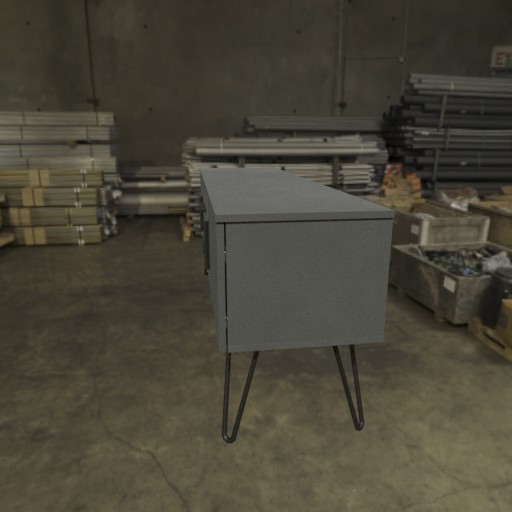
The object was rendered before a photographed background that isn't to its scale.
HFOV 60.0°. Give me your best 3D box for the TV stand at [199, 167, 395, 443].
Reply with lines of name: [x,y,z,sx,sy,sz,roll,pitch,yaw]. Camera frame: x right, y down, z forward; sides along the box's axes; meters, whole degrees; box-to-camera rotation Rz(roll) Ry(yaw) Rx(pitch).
TV stand: [0.000,0.000,1.668,0.400,0.560,1.400,-2,15,-8]
